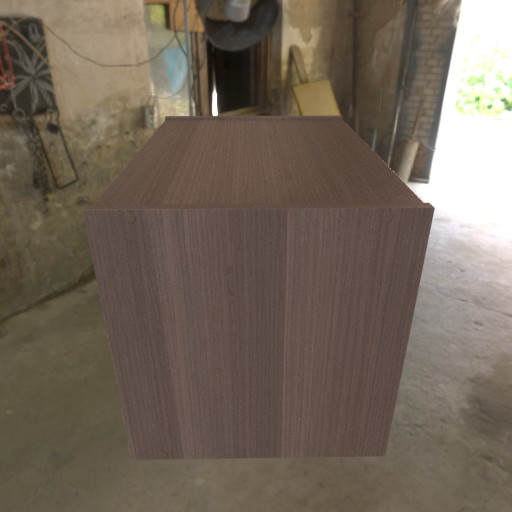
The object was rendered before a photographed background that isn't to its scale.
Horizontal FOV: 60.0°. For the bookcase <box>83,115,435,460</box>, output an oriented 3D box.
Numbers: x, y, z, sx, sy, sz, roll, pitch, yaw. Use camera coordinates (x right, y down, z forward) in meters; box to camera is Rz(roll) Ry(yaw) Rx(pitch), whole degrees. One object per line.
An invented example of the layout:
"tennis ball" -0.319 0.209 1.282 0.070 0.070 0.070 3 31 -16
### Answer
"bookcase" 0.000 0.000 0.619 0.290 0.305 0.415 0 28 -1
